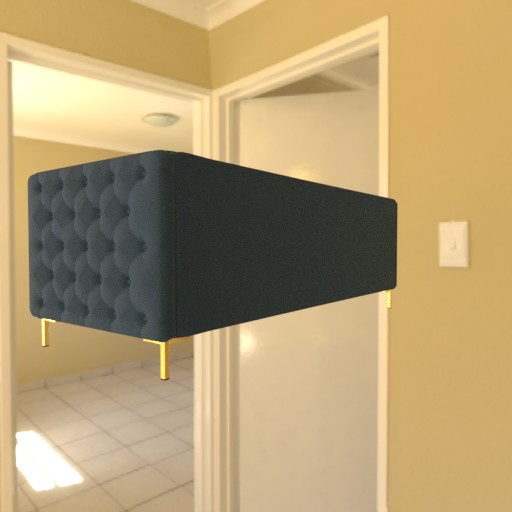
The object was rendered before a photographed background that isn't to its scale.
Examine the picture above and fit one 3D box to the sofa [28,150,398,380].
[{"bbox_3d":[0.000,0.000,2.535,0.895,0.771,2.209,1,2,37],"label":"sofa"}]
